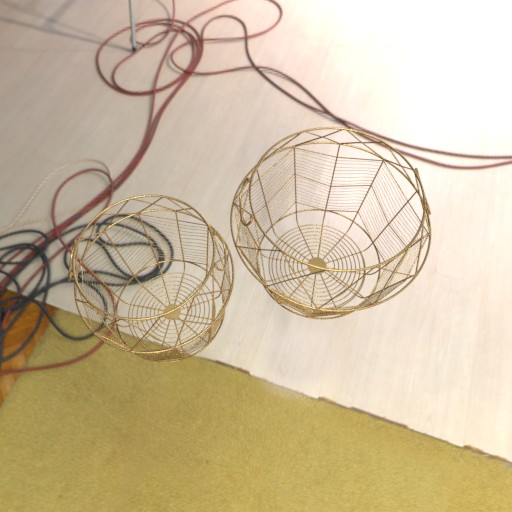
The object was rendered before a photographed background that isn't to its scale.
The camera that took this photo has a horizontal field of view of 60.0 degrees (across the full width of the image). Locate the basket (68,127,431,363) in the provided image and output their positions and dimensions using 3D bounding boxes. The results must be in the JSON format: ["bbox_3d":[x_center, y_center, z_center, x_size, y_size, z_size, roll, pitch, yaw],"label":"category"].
[{"bbox_3d":[0.000,0.000,1.041,0.805,0.343,0.451,-17,63,-9],"label":"basket"}]
